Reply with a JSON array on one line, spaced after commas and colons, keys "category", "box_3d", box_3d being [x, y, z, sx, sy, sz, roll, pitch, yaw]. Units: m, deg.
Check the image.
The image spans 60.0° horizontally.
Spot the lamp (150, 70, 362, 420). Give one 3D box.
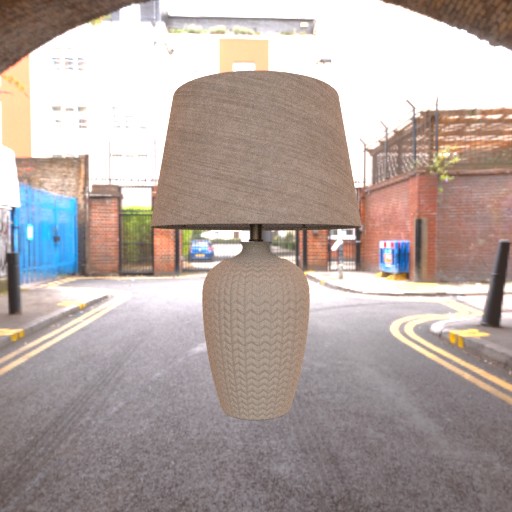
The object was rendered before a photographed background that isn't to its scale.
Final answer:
[{"category": "lamp", "box_3d": [0.000, 0.000, 0.842, 0.390, 0.580, 0.390, 0, 2, 0]}]
